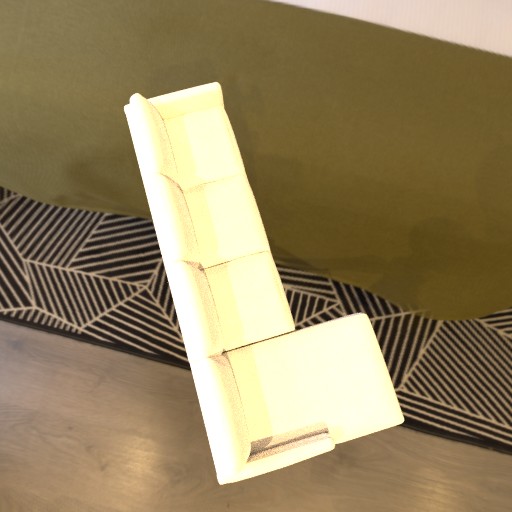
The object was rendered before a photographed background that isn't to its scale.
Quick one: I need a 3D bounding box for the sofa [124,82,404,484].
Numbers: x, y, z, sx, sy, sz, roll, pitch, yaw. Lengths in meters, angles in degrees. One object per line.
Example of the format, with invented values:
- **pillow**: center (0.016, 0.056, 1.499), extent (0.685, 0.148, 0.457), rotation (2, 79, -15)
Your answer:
- **sofa**: center (0.000, 0.000, 3.705), extent (1.467, 0.875, 3.186), rotation (-16, 76, -4)
